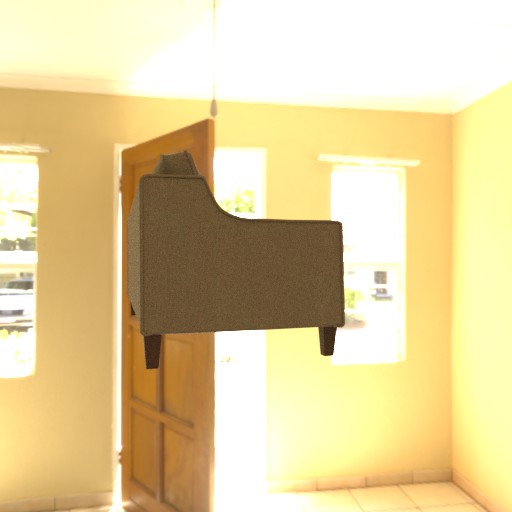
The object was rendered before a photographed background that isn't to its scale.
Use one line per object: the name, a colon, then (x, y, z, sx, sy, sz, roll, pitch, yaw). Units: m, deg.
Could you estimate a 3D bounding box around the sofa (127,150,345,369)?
sofa: (0.000, 0.000, 3.384, 1.858, 1.081, 2.317, 0, -1, -18)
